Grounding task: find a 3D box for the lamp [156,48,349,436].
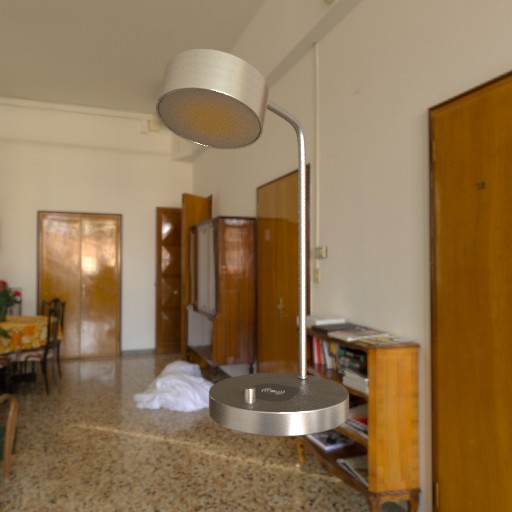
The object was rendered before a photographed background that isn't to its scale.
[{"bbox_3d":[0.000,0.000,0.630,0.211,0.469,0.334,-1,-1,34],"label":"lamp"}]
